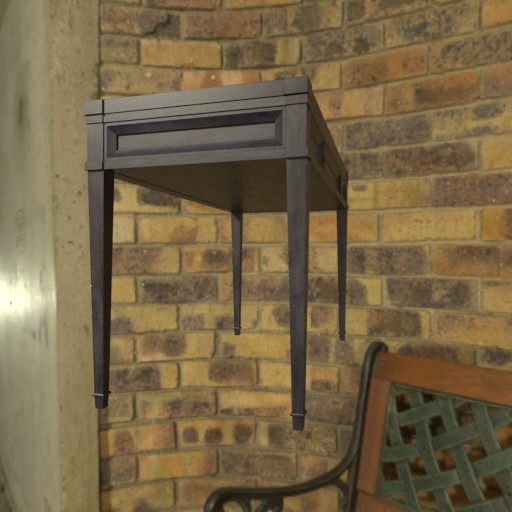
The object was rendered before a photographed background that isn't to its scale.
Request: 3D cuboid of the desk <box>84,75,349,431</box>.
[{"bbox_3d":[0.000,0.000,1.765,0.630,0.861,1.289,0,0,16],"label":"desk"}]
